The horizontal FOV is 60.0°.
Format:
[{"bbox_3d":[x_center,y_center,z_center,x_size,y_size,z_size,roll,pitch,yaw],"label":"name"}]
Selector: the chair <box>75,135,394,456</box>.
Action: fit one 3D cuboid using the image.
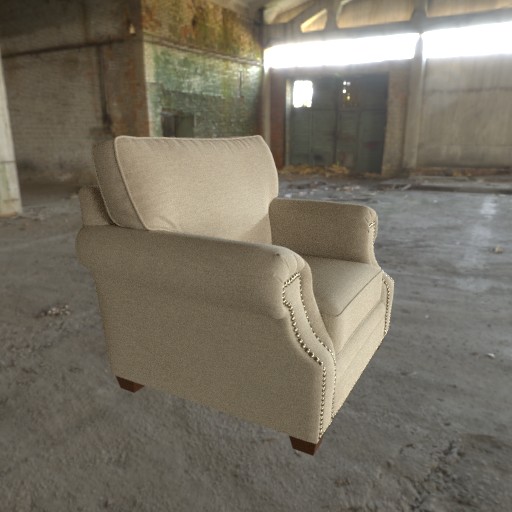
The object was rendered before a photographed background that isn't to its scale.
[{"bbox_3d":[0.000,0.000,1.822,0.965,0.961,1.092,8,17,28],"label":"chair"}]
